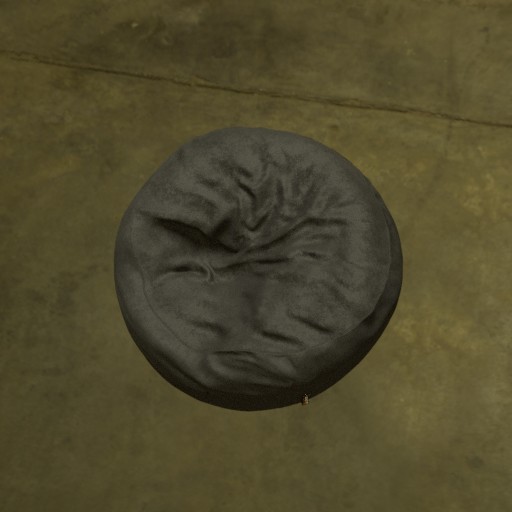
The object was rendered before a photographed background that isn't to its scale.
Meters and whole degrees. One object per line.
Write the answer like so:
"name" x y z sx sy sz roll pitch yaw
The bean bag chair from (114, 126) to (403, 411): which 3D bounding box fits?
"bean bag chair" 0.000 0.000 2.371 1.525 0.751 1.525 0 63 0
